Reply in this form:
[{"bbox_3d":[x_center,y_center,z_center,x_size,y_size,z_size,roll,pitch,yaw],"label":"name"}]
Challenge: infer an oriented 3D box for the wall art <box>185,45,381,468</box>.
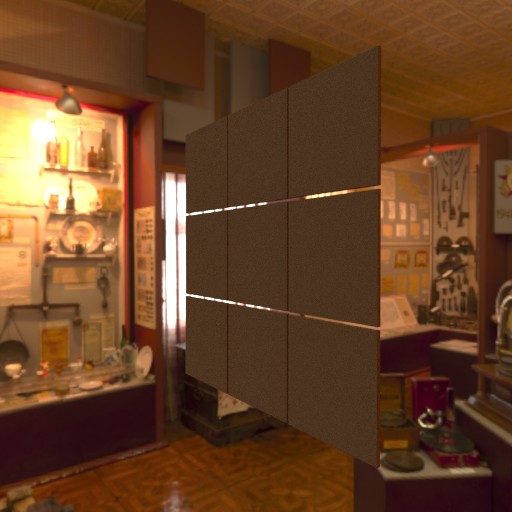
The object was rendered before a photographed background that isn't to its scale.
[{"bbox_3d":[0.000,0.000,1.770,0.013,1.216,1.216,0,1,-36],"label":"wall art"}]
